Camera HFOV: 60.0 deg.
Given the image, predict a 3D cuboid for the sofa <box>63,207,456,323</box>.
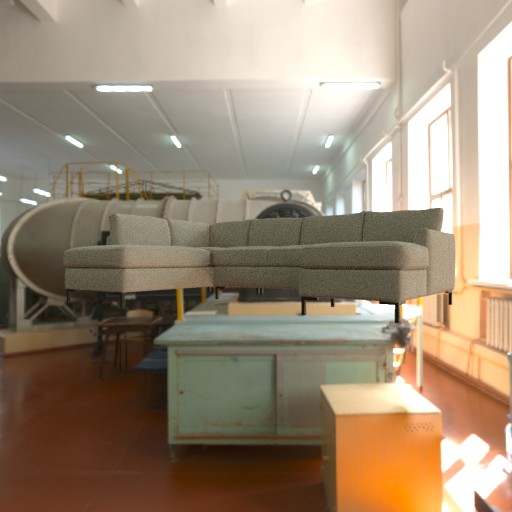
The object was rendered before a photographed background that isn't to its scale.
[{"bbox_3d":[0.000,0.000,3.978,2.984,0.862,1.989,0,-1,36],"label":"sofa"}]
